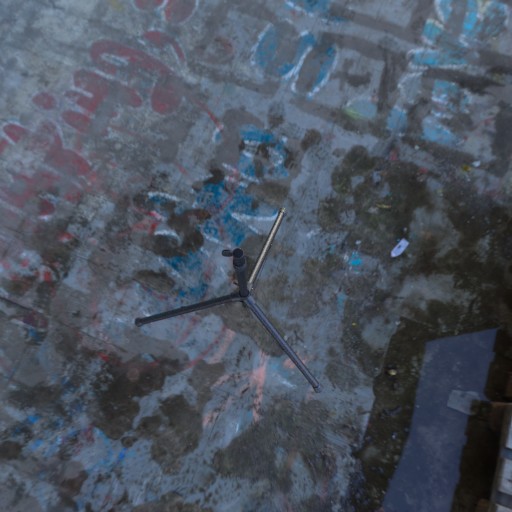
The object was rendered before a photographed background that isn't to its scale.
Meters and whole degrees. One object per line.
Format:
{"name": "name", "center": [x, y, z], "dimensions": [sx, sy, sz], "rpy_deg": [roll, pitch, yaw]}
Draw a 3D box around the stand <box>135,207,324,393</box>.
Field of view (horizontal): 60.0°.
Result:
{"name": "stand", "center": [0.000, 0.000, 1.887], "dimensions": [1.045, 1.136, 0.907], "rpy_deg": [21, 76, 5]}
